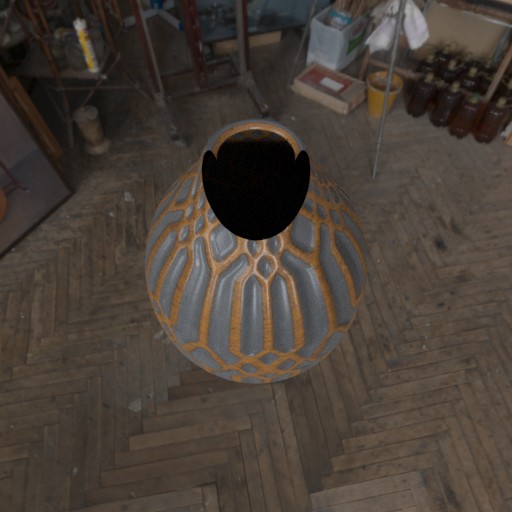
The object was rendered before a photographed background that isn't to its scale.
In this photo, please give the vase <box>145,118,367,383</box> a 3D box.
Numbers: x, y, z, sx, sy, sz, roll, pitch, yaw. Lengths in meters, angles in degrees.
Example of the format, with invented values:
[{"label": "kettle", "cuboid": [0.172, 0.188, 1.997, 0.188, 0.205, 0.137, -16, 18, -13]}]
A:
[{"label": "vase", "cuboid": [0.000, 0.000, 0.137, 0.069, 0.088, 0.069, 0, 58, 0]}]
